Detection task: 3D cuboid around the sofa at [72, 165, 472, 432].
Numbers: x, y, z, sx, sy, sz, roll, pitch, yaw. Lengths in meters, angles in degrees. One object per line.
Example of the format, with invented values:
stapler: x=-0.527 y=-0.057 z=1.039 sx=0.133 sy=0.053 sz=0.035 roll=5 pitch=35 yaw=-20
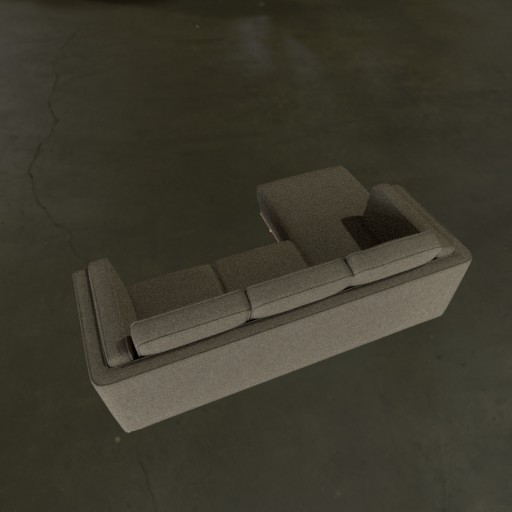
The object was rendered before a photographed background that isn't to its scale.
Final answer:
sofa: x=0.000 y=0.000 z=3.206 sx=2.411 sy=0.929 sz=1.604 roll=-16 pitch=48 yaw=-15
